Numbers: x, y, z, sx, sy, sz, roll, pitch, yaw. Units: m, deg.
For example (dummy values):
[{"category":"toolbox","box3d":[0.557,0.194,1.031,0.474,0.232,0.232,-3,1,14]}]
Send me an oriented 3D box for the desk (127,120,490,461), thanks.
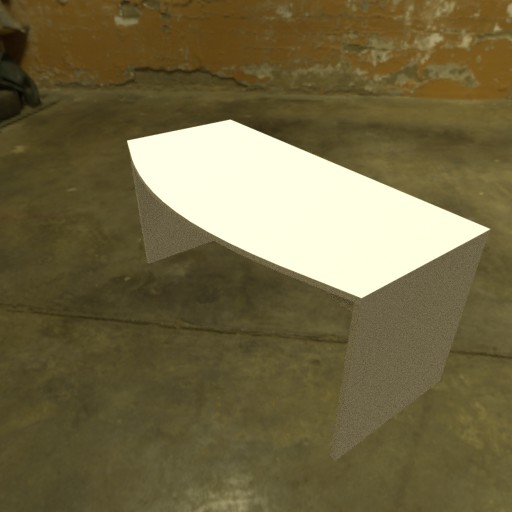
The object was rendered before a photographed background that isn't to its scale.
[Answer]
[{"category":"desk","box3d":[0.000,0.000,2.052,0.802,0.750,1.600,-22,39,-30]}]
